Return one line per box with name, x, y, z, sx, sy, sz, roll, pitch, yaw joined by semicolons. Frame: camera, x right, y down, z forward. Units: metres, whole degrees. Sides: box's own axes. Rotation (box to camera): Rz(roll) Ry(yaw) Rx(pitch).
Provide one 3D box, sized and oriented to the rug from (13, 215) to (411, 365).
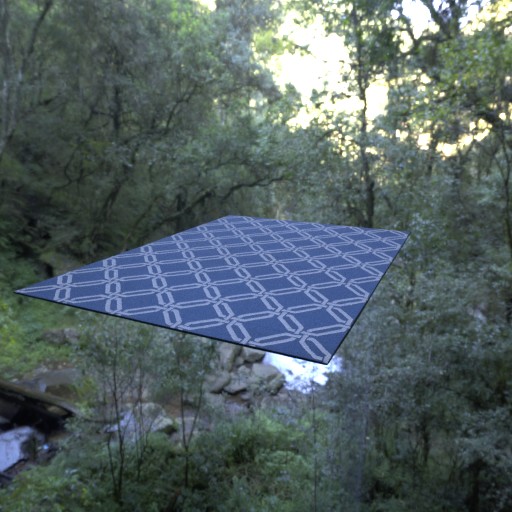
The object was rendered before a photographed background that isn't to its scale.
rug;0.000;0.000;4.252;2.432;0.018;3.342;8;18;25
